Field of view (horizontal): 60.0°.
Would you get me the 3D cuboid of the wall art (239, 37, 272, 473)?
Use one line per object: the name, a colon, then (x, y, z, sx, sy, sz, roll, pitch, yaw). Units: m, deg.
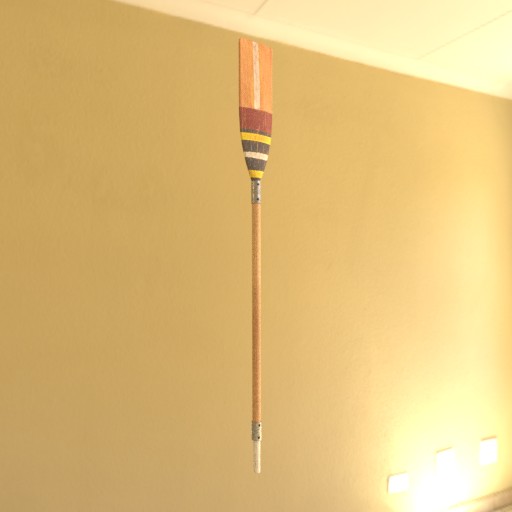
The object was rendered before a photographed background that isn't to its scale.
wall art: (0.000, 0.000, 1.606, 0.146, 1.556, 0.038, 1, -1, -36)
